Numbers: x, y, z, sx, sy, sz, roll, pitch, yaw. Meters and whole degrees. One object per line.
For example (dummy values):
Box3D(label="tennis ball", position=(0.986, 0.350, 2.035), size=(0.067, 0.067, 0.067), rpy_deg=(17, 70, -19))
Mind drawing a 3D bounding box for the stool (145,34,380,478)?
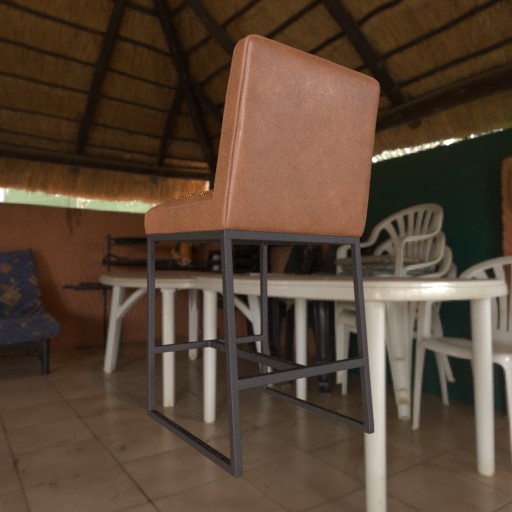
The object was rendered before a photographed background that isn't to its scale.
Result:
Box3D(label="stool", position=(0.000, 0.000, 1.249), size=(0.458, 0.940, 0.556), rpy_deg=(1, -2, -35))
